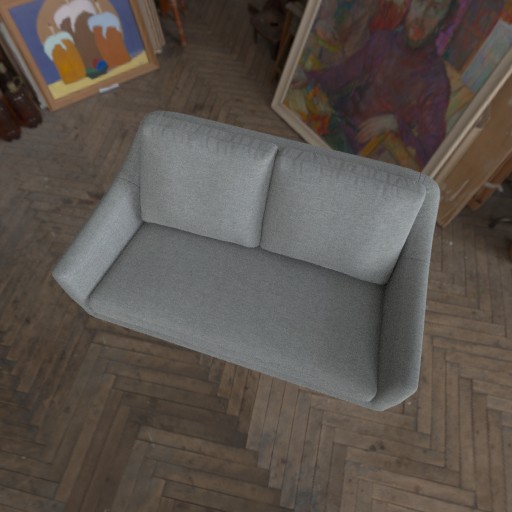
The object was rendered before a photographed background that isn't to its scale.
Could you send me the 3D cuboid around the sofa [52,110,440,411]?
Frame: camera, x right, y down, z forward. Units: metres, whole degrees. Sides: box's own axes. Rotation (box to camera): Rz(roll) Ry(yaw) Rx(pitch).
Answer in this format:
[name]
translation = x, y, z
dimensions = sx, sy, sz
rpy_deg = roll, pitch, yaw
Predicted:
[sofa]
translation = 0.000, 0.000, 2.178
dimensions = 1.619, 0.904, 0.960
rpy_deg = 16, 61, 9
